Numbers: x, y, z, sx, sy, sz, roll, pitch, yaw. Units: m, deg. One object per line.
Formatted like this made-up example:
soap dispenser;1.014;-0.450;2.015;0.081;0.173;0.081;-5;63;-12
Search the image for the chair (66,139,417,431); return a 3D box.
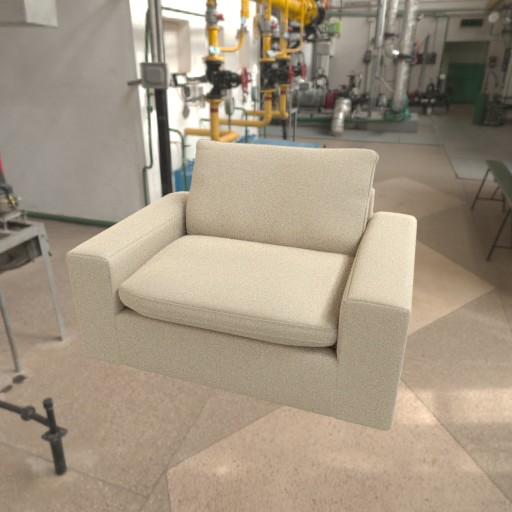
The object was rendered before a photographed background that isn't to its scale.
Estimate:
chair;0.000;0.000;2.087;1.398;0.915;1.039;8;26;18
